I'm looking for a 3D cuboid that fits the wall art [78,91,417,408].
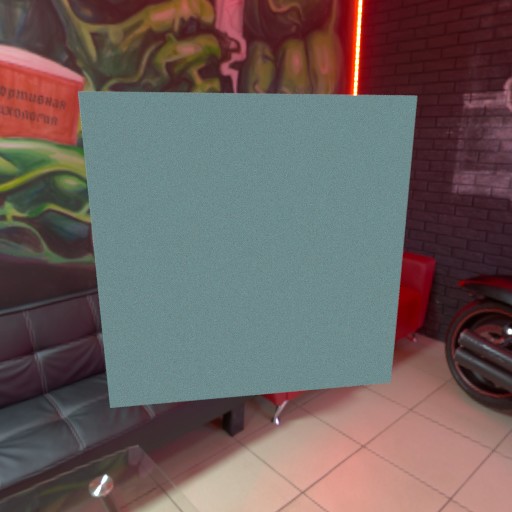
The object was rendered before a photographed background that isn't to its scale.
[{"bbox_3d":[0.000,0.000,0.878,0.603,0.603,0.036,-2,16,-9],"label":"wall art"}]
